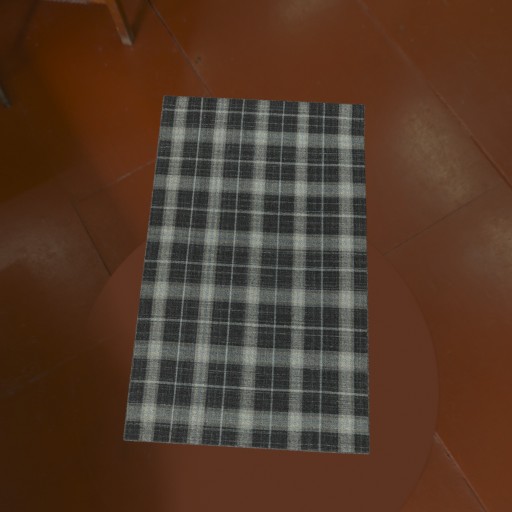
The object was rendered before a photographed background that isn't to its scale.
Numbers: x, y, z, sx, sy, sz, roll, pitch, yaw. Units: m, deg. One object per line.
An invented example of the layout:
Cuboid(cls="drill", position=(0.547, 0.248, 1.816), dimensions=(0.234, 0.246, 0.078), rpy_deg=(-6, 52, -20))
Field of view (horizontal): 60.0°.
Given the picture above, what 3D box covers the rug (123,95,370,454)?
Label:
Cuboid(cls="rug", position=(0.000, 0.000, 3.025), dimensions=(1.520, 0.015, 2.434), rpy_deg=(3, 75, 1))
